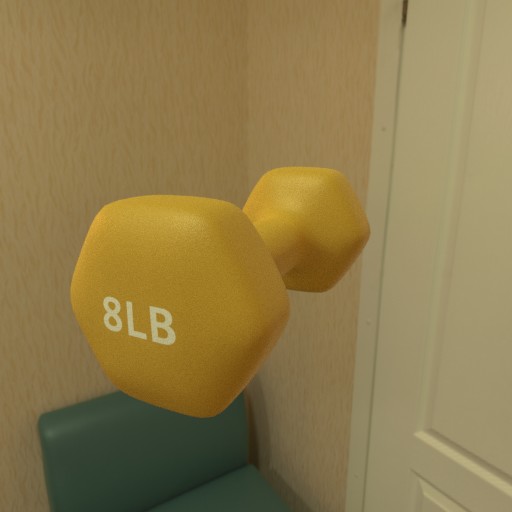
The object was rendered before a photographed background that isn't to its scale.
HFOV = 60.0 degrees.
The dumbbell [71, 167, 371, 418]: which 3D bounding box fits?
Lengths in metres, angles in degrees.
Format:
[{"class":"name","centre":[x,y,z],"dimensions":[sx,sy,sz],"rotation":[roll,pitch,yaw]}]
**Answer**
[{"class":"dumbbell","centre":[0.000,0.000,0.237],"dimensions":[0.090,0.082,0.190],"rotation":[8,18,25]}]
